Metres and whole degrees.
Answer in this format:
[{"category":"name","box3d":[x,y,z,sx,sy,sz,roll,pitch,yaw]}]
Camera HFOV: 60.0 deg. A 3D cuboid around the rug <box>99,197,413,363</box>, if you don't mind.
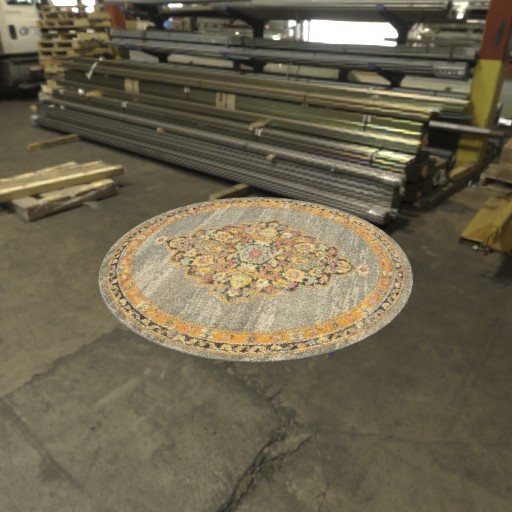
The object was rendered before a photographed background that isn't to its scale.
[{"category":"rug","box3d":[0.000,0.000,2.355,1.598,0.010,1.598,0,30,0]}]
